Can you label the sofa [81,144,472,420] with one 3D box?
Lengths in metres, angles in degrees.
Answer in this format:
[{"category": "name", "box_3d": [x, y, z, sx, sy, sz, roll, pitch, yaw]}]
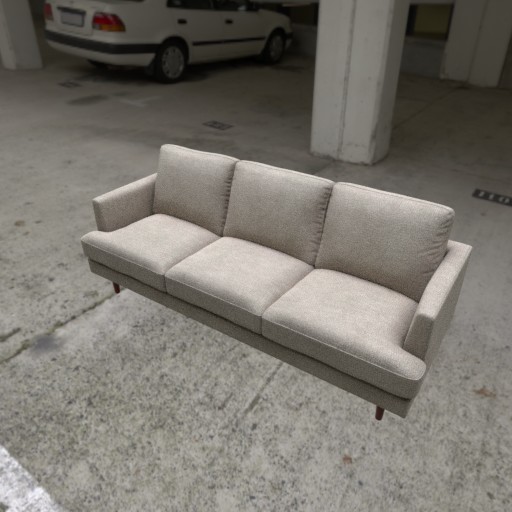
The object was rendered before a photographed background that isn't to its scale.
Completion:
[{"category": "sofa", "box_3d": [0.000, 0.000, 2.690, 2.246, 0.930, 0.903, 19, 36, 29]}]
